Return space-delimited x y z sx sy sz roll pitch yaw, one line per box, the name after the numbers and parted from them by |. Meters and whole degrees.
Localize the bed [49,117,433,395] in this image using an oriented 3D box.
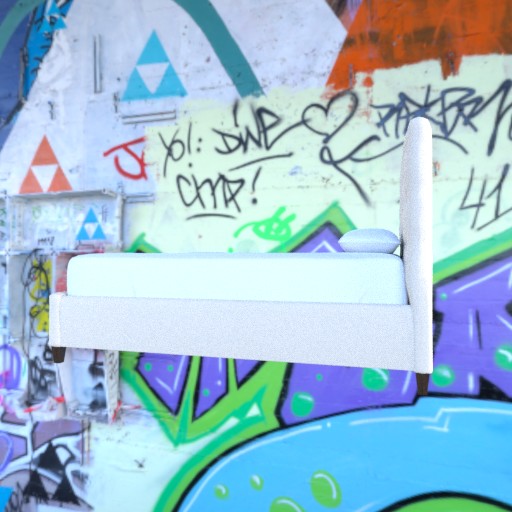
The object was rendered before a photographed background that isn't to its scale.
0.000 0.000 3.391 2.387 1.427 1.698 0 0 17 | bed
